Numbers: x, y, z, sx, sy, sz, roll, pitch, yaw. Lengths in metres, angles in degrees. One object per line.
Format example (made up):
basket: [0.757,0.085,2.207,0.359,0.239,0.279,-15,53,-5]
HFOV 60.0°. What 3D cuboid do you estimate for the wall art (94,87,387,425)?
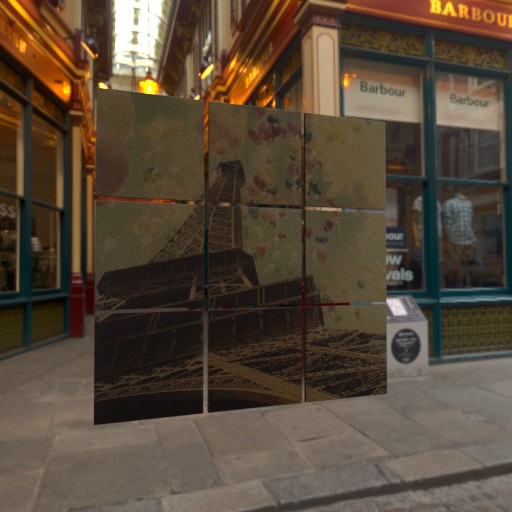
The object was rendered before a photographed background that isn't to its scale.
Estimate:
wall art: [0.000,0.000,1.841,1.256,1.246,0.017,0,-1,-19]
